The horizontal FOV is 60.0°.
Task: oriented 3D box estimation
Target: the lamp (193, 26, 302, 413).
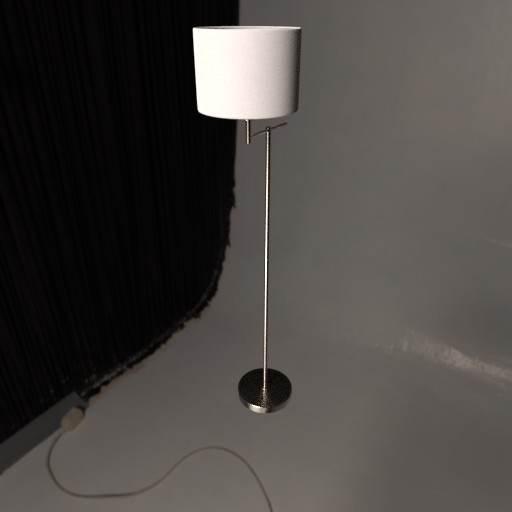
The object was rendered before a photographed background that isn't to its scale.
[{"bbox_3d":[0.000,0.000,1.744,0.324,1.600,0.416,18,33,29],"label":"lamp"}]
